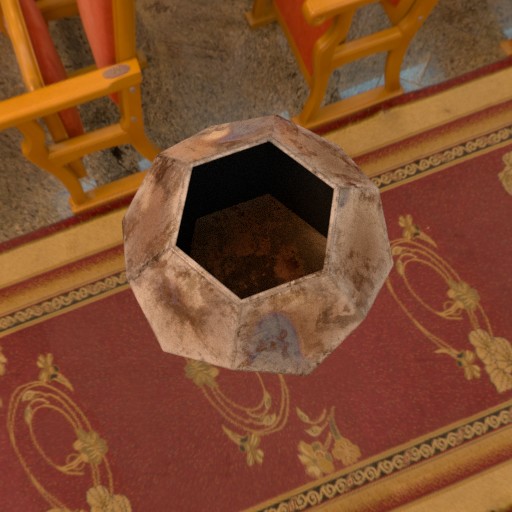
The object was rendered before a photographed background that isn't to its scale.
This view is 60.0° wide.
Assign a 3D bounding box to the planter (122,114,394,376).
[{"bbox_3d":[0.000,0.000,0.440,0.221,0.238,0.243,-20,77,-5],"label":"planter"}]
